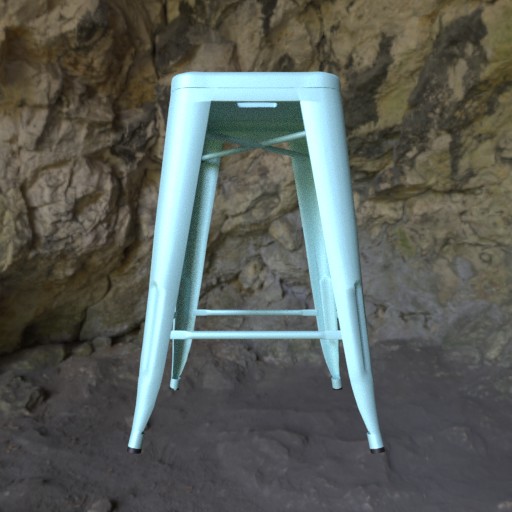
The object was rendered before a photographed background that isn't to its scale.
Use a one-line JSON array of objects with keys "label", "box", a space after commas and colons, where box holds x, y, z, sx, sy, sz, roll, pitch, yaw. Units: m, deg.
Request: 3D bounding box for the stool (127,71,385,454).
[{"label": "stool", "box": [0.000, 0.000, 0.853, 0.399, 0.609, 0.359, 0, -1, 0]}]
